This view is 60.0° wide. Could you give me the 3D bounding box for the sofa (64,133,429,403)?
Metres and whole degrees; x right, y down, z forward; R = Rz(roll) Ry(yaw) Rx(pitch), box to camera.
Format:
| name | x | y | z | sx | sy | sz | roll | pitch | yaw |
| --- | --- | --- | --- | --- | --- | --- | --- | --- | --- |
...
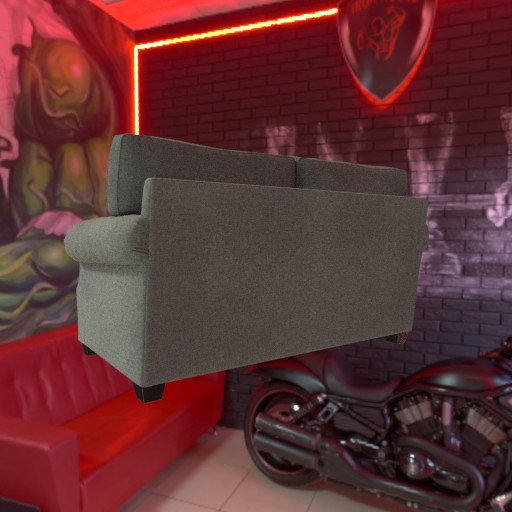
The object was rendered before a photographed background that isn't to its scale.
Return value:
| name | x | y | z | sx | sy | sz | roll | pitch | yaw |
| --- | --- | --- | --- | --- | --- | --- | --- | --- | --- |
| sofa | 0.000 | 0.000 | 2.266 | 1.701 | 0.966 | 0.966 | -2 | 4 | -36 |
